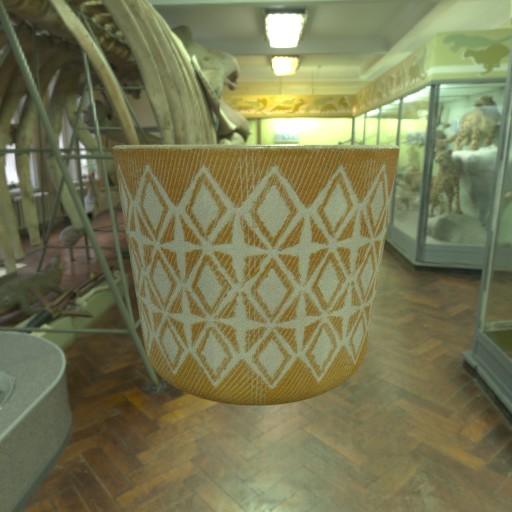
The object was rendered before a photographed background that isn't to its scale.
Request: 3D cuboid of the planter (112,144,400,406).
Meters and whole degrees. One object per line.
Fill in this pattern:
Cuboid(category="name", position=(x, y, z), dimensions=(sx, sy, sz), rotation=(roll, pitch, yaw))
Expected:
Cuboid(category="planter", position=(0.000, 0.000, 0.217), dimensions=(0.126, 0.104, 0.126), rotation=(0, 14, 0))
